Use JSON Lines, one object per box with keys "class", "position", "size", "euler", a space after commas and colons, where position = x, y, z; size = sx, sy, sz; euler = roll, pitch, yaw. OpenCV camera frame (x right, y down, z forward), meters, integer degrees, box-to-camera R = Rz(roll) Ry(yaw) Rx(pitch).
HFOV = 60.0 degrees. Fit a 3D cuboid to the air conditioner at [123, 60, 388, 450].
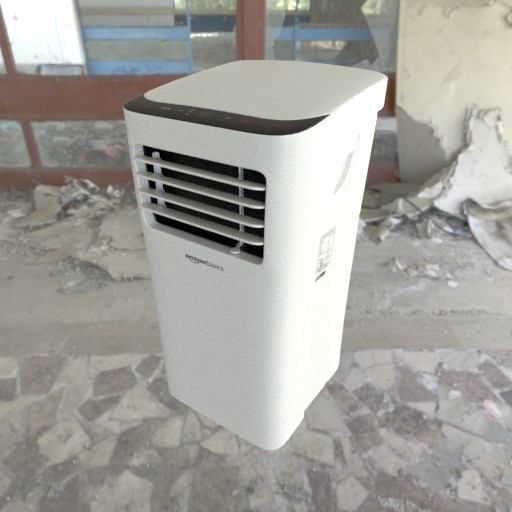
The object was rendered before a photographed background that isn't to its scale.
{"class": "air conditioner", "position": [0.000, 0.000, 0.924], "size": [0.352, 0.716, 0.369], "euler": [19, 35, 29]}
